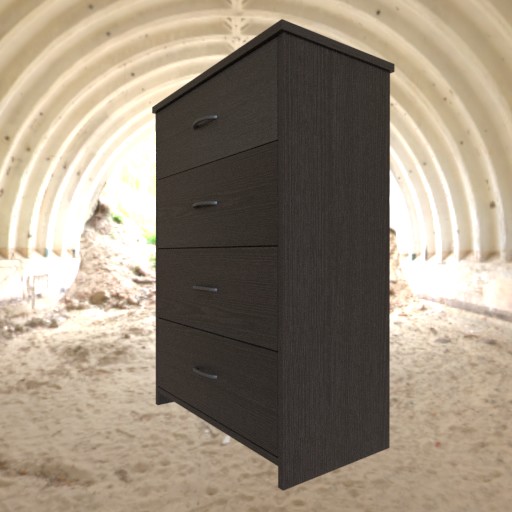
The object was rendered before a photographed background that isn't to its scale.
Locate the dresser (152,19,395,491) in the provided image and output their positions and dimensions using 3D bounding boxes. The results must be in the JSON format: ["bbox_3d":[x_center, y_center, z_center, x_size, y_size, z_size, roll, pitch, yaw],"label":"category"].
[{"bbox_3d":[0.000,0.000,1.346,0.399,1.020,0.704,0,0,-36],"label":"dresser"}]
